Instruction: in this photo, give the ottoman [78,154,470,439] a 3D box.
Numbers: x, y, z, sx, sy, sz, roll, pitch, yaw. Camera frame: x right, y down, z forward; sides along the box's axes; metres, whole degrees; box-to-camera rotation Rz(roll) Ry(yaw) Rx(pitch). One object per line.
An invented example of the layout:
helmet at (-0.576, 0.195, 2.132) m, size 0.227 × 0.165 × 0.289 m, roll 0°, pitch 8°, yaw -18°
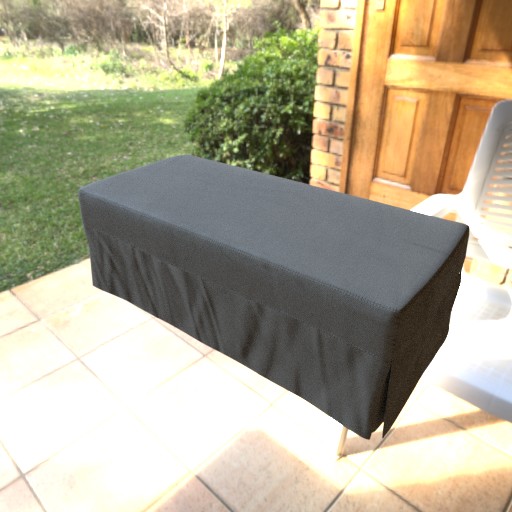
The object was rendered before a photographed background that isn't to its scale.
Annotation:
ottoman at (0.000, 0.000, 1.709) m, size 1.388 × 0.457 × 0.665 m, roll 21°, pitch 36°, yaw 32°
